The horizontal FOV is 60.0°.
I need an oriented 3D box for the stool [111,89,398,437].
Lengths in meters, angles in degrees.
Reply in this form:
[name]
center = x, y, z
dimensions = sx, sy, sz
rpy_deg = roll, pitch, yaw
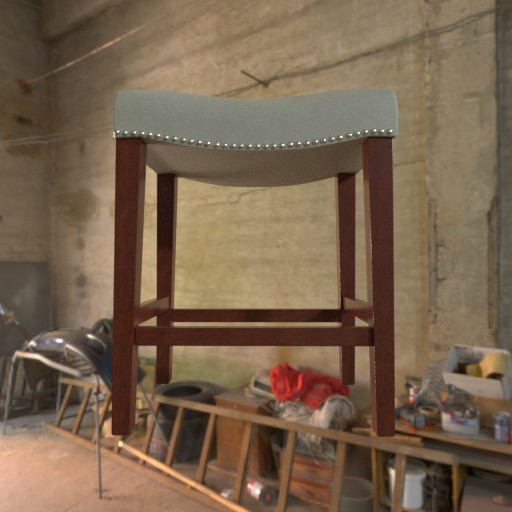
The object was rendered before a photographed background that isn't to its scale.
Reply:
[stool]
center = 0.000, 0.000, 0.955
dimensions = 0.509, 0.632, 0.375
rpy_deg = 0, -1, 1
